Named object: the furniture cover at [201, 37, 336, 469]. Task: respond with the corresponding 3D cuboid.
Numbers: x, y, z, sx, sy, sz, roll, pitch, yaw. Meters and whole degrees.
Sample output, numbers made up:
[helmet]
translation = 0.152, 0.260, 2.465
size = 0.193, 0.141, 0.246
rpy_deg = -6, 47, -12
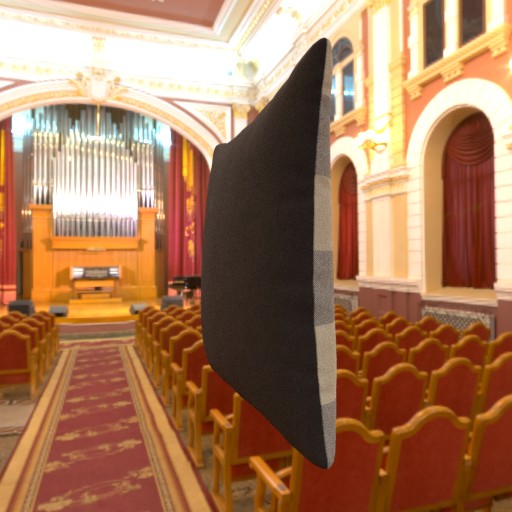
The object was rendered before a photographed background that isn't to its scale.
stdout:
[furniture cover]
translation = 0.000, 0.000, 0.757
size = 0.161, 0.509, 0.511
rpy_deg = 0, -1, -19
